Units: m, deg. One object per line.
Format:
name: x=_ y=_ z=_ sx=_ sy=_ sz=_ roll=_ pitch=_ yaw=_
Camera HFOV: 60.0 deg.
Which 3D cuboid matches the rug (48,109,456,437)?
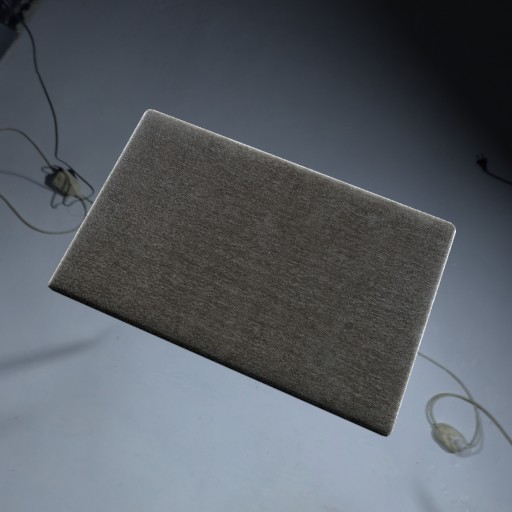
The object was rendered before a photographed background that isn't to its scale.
rug: x=0.000 y=0.000 z=3.095 sx=2.469 sy=0.024 sz=1.539 roll=22 pitch=75 yaw=6
